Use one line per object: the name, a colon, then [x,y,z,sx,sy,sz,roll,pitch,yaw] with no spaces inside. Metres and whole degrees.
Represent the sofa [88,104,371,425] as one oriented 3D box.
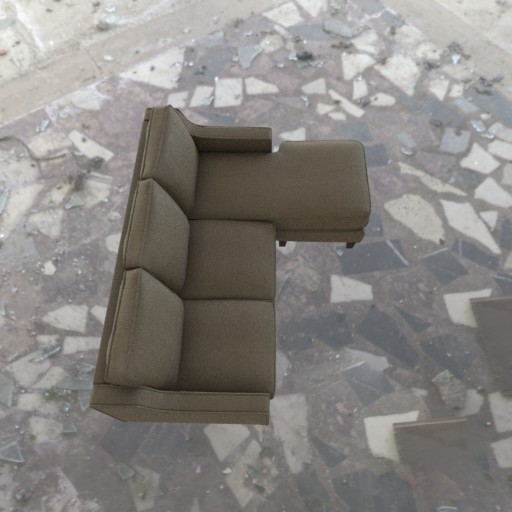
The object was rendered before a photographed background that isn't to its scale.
sofa: [0.000,0.000,3.329,1.858,1.081,2.317,1,63,1]
